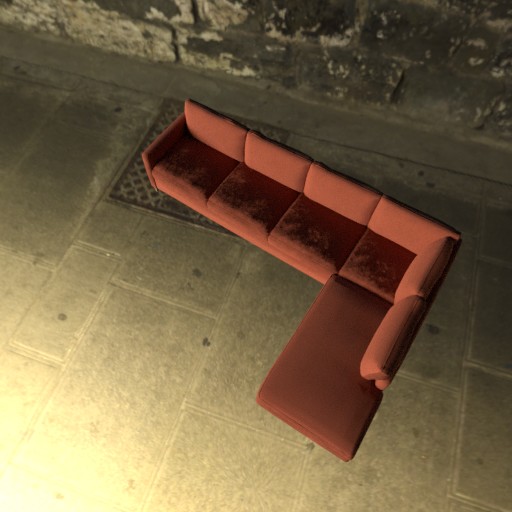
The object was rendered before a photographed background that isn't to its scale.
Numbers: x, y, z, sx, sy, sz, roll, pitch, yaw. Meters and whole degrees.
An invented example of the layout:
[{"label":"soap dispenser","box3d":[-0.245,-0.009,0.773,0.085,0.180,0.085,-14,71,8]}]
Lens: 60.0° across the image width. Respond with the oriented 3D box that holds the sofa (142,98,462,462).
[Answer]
[{"label":"sofa","box3d":[0.000,0.000,3.616,2.736,0.757,1.879,30,66,15]}]
